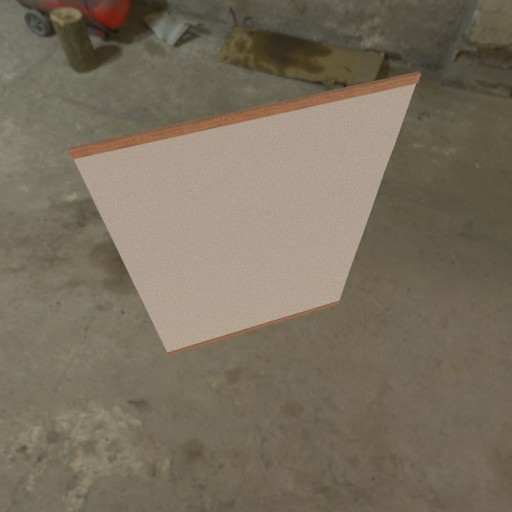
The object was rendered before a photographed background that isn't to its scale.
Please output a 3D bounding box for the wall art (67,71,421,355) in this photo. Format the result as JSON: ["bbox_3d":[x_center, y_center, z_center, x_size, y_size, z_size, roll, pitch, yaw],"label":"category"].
[{"bbox_3d":[0.000,0.000,1.865,1.019,1.527,0.019,-15,59,-9],"label":"wall art"}]
